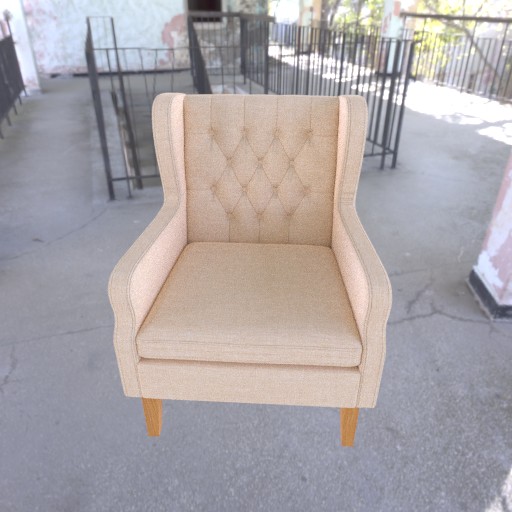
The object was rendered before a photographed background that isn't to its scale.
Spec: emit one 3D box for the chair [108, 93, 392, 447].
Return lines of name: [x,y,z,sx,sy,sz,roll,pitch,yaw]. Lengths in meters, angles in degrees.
chair: [0.000,0.000,1.442,0.710,0.930,0.760,2,30,3]
